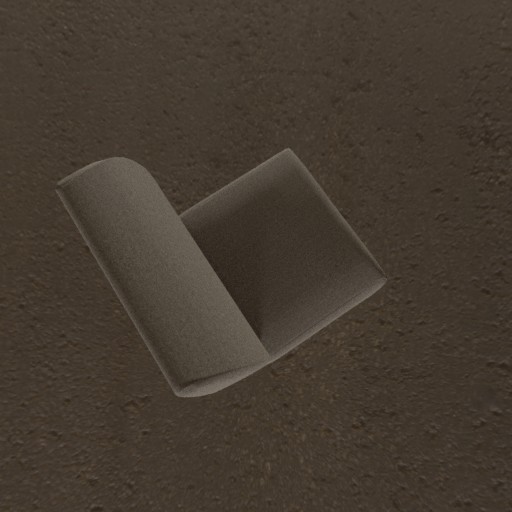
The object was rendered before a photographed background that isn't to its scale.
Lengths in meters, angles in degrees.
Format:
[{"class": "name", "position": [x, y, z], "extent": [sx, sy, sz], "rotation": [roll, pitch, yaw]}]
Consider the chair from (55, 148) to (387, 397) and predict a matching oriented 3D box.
[{"class": "chair", "position": [0.000, 0.000, 1.171], "extent": [0.592, 0.804, 0.513], "rotation": [-34, 78, -9]}]
